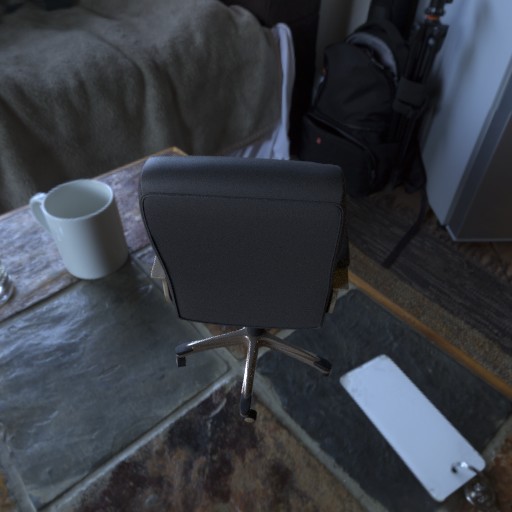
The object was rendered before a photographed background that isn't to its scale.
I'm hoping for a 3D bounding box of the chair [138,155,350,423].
[{"bbox_3d":[0.000,0.000,1.634,0.694,1.188,0.748,4,46,3],"label":"chair"}]
